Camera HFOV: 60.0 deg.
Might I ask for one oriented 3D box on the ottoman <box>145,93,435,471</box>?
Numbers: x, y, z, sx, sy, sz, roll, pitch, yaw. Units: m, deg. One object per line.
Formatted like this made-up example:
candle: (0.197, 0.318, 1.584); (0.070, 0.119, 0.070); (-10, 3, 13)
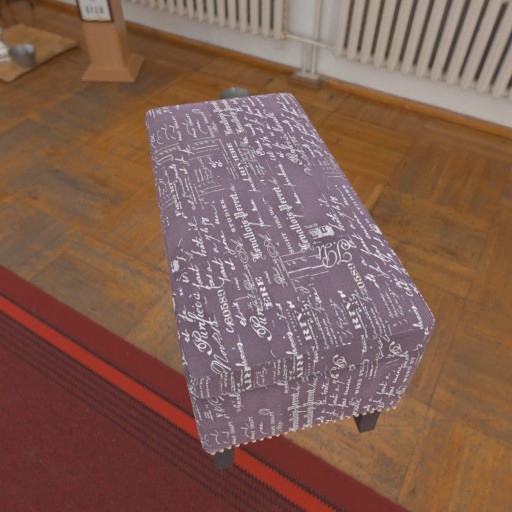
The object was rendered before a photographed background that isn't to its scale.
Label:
ottoman: (0.000, 0.000, 1.068); (0.406, 0.457, 0.813); (-10, 48, -10)
